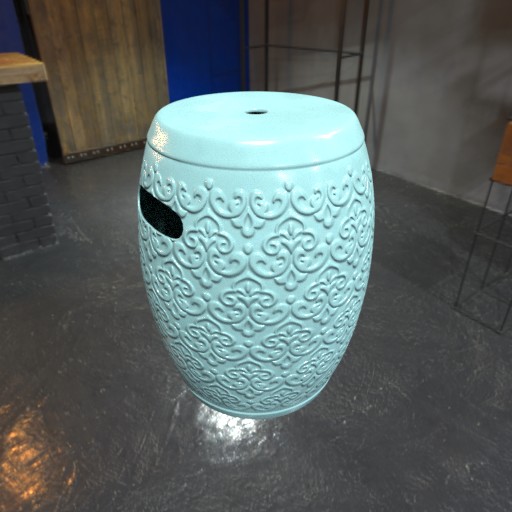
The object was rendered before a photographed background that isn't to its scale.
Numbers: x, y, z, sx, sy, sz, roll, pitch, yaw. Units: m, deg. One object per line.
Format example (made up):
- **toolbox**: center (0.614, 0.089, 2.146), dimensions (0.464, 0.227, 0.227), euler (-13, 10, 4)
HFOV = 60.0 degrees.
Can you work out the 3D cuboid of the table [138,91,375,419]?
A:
- **table**: center (0.000, 0.000, 0.617), dimensions (0.309, 0.397, 0.309), euler (0, 31, 0)
